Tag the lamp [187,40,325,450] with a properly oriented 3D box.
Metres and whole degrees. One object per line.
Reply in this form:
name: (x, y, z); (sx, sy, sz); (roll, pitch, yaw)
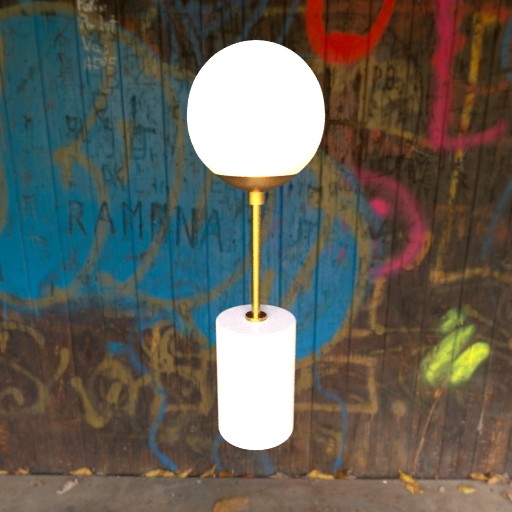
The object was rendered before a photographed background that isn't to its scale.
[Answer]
lamp: (0.000, 0.000, 0.543); (0.153, 0.480, 0.153); (0, 15, 0)
